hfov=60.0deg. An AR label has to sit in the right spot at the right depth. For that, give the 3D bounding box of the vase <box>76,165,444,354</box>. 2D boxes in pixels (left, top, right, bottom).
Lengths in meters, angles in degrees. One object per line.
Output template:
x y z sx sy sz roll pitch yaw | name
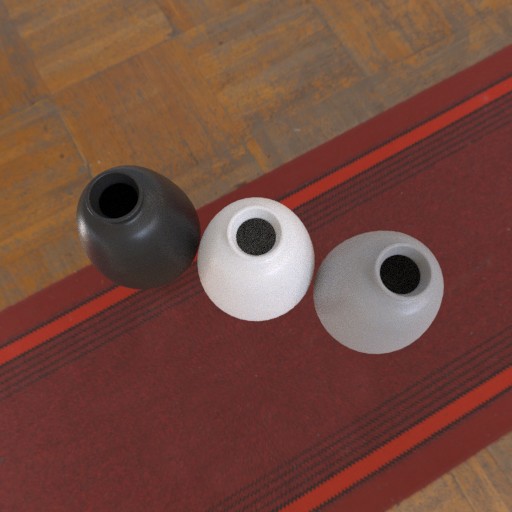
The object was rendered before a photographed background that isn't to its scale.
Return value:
0.000 0.000 0.353 0.297 0.122 0.097 15 75 4 | vase
